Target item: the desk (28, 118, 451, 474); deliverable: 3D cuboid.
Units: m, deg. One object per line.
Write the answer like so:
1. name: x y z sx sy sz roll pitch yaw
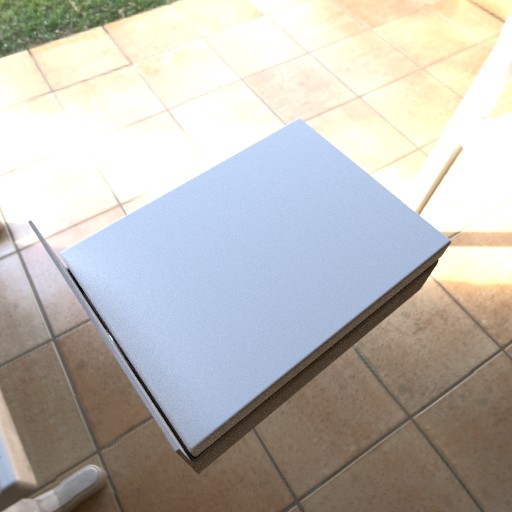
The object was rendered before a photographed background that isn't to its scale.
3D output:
1. desk: 0.000 0.000 2.651 1.900 0.800 1.400 -34 64 -19
